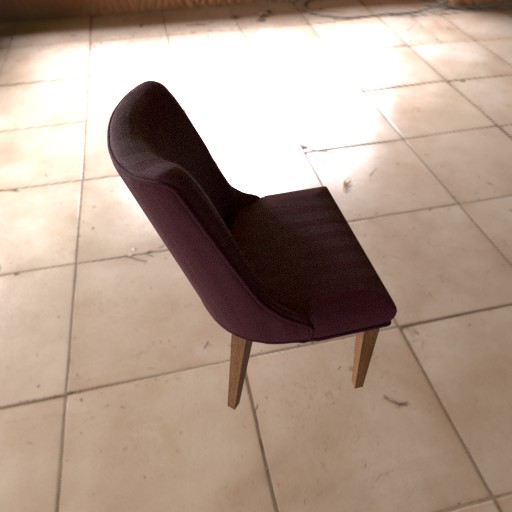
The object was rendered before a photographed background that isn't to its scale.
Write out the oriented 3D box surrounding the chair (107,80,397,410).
[{"bbox_3d":[0.000,0.000,1.283,0.638,0.916,0.548,-10,47,-10],"label":"chair"}]
